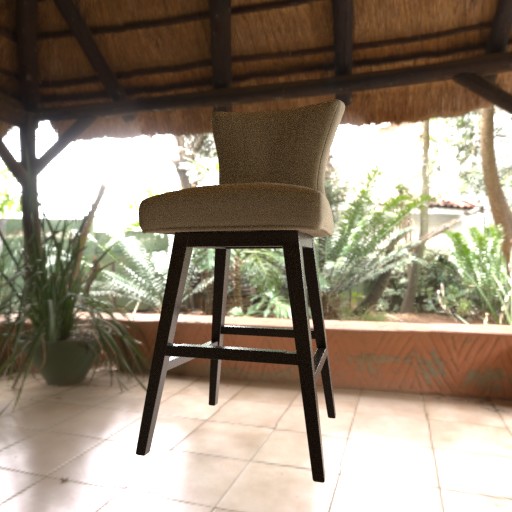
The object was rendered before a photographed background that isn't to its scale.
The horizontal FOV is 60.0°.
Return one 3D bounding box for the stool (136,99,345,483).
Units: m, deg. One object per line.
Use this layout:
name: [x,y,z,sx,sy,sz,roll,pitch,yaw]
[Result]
stool: [0.000,0.000,1.396,0.514,1.086,0.574,0,0,17]
